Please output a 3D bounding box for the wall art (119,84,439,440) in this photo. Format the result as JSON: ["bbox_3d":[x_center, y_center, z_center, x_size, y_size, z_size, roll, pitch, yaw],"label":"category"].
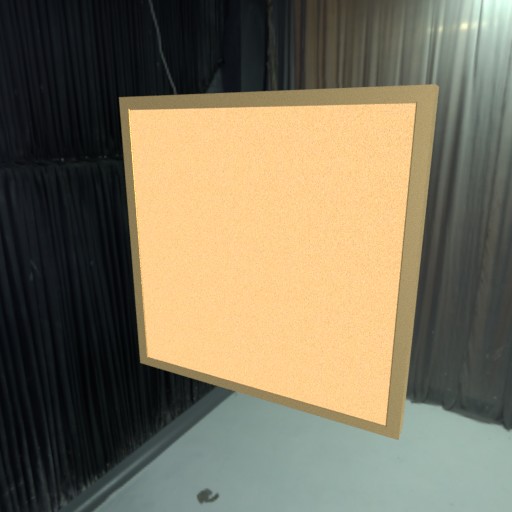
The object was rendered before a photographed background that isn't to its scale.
[{"bbox_3d":[0.000,0.000,1.854,1.284,1.284,0.095,8,18,26],"label":"wall art"}]
